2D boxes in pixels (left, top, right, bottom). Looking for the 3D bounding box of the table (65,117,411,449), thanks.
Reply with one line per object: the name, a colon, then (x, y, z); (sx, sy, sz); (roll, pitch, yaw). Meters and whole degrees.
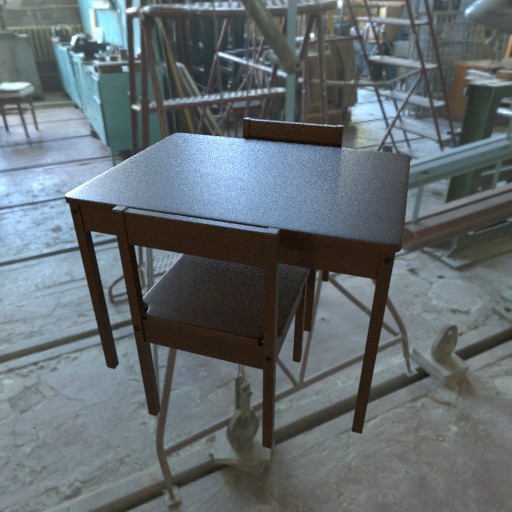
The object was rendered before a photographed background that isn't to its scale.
table: (0.000, 0.000, 1.098); (0.650, 0.503, 0.672); (9, 32, 16)
